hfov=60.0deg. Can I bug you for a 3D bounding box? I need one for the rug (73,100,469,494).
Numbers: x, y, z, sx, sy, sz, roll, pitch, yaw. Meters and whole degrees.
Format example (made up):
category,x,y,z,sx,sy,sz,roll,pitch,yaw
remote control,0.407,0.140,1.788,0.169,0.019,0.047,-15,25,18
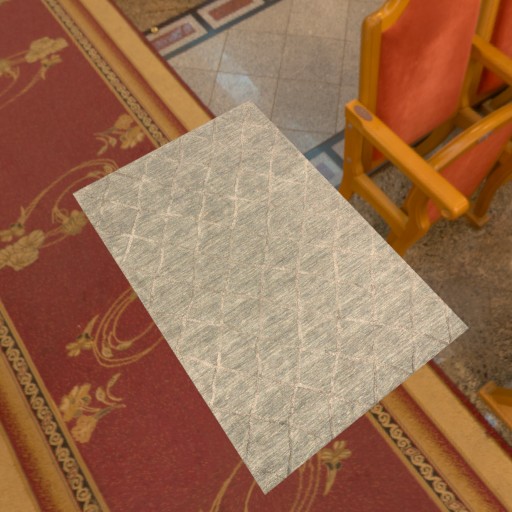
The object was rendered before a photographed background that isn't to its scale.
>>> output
category,x,y,z,sx,sy,sz,roll,pitch,yaw
rug,0.000,0.000,2.888,1.521,0.006,2.283,-33,68,-15
